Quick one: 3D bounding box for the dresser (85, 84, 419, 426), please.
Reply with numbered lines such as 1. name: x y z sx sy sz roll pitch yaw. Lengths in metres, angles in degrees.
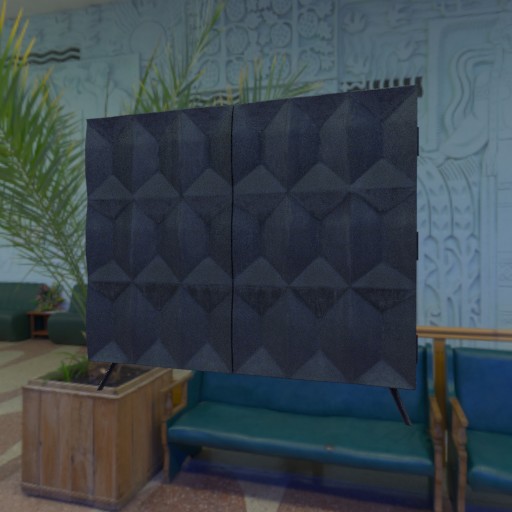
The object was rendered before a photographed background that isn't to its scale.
1. dresser: 0.000 0.000 1.431 0.967 0.847 0.446 0 1 17
